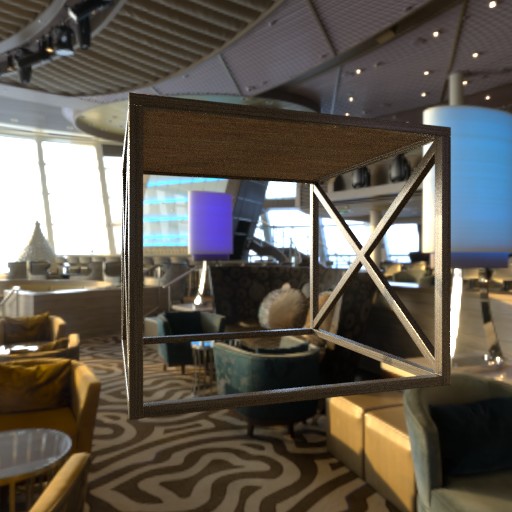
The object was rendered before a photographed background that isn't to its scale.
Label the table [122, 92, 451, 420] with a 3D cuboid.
[{"bbox_3d":[0.000,0.000,1.068,0.609,0.507,0.611,0,0,-18],"label":"table"}]
